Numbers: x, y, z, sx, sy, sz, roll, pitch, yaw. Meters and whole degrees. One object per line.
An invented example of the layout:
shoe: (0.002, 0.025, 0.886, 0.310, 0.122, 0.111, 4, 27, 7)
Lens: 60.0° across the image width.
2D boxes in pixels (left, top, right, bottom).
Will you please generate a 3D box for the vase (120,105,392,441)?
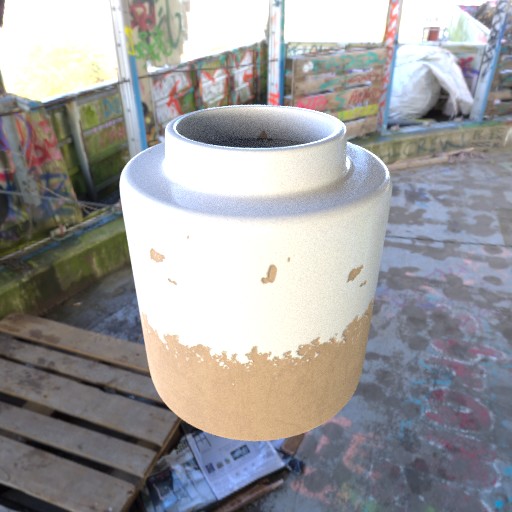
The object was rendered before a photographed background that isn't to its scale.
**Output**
vase: (0.000, 0.000, 0.283, 0.153, 0.167, 0.153, 0, 31, 0)
